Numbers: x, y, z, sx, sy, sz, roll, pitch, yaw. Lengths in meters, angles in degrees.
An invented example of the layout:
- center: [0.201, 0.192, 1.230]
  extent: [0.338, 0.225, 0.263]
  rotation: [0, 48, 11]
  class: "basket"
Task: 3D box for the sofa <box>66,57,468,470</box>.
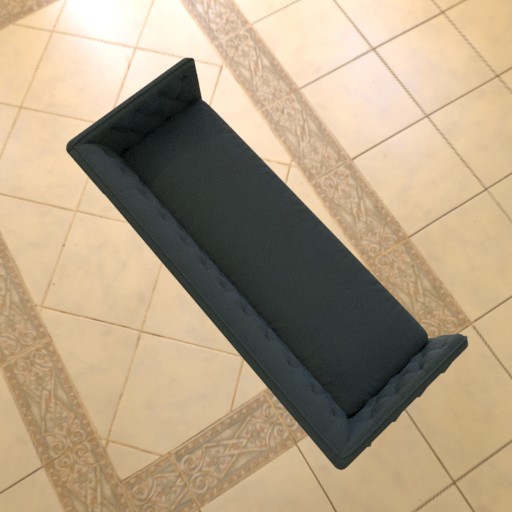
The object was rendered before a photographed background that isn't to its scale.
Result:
- center: [0.000, 0.000, 2.617]
  extent: [0.895, 0.771, 2.209]
  rotation: [-40, 79, -9]
  class: "sofa"
